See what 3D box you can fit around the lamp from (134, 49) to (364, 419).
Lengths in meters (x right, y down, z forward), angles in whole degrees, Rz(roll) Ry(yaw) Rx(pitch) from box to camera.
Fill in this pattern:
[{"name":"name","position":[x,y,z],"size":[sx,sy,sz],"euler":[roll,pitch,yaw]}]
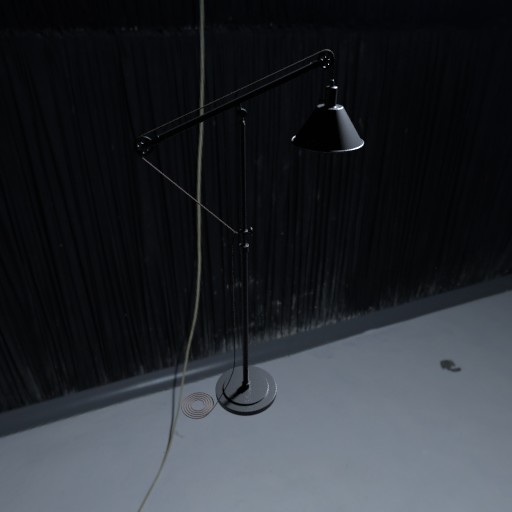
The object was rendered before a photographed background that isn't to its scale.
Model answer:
[{"name":"lamp","position":[0.000,0.000,1.938],"size":[0.904,1.626,0.319],"euler":[-11,32,-18]}]
